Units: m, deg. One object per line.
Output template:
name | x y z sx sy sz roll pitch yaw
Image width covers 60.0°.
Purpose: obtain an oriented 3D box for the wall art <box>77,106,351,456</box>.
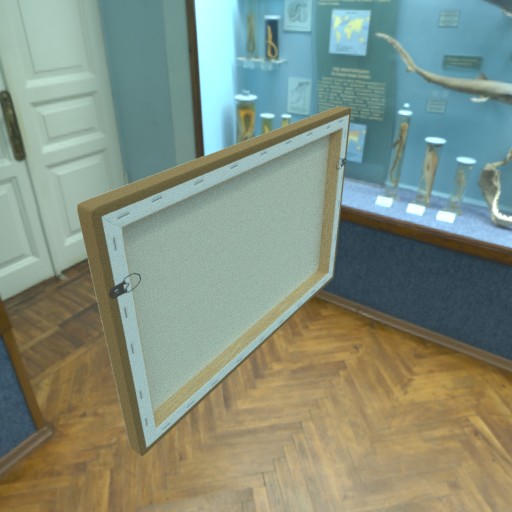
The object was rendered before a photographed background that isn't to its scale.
wall art | 0.000 0.000 0.486 0.019 0.254 0.380 21 36 31
